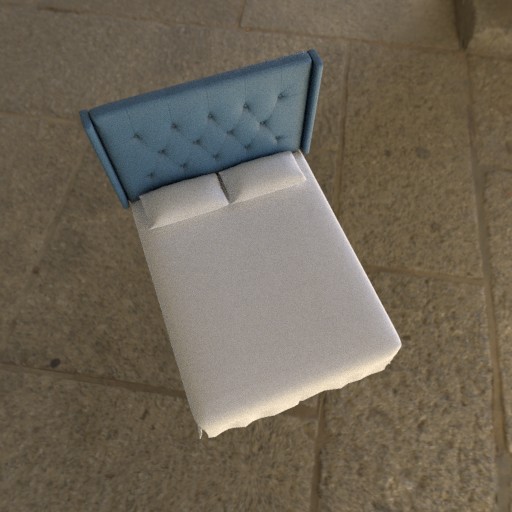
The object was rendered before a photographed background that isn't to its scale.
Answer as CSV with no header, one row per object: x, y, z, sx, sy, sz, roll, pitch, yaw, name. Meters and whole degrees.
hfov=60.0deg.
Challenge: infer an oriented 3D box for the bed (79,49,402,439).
0.000,0.000,3.351,1.719,1.665,2.078,-19,65,-9,bed
